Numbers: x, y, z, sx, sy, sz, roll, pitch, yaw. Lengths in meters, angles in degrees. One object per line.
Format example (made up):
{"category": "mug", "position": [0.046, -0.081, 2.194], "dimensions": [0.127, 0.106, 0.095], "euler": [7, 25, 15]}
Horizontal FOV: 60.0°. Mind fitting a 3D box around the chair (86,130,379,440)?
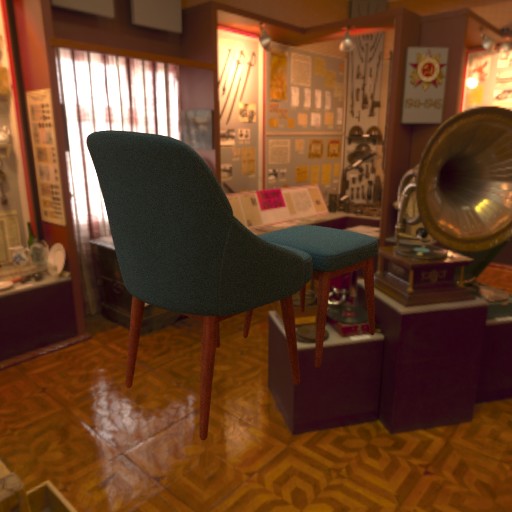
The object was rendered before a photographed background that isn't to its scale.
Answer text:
{"category": "chair", "position": [0.000, 0.000, 1.619], "dimensions": [0.584, 0.866, 1.114], "euler": [13, 20, 42]}
